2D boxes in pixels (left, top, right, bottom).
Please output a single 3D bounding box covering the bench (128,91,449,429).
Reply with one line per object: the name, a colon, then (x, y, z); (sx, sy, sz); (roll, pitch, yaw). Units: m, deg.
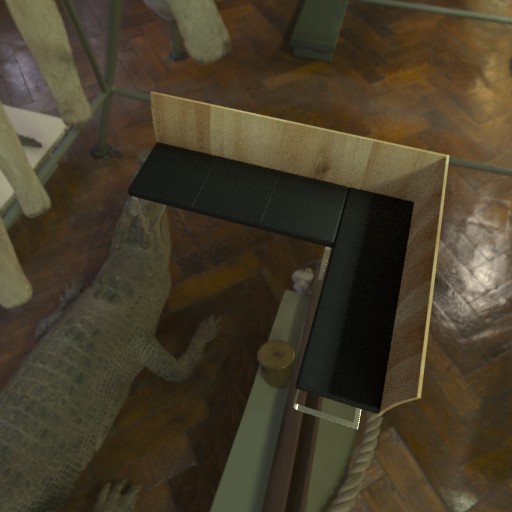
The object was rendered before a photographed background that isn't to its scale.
bench: (0.000, 0.000, 2.815); (1.945, 0.930, 1.495); (15, 59, 9)
